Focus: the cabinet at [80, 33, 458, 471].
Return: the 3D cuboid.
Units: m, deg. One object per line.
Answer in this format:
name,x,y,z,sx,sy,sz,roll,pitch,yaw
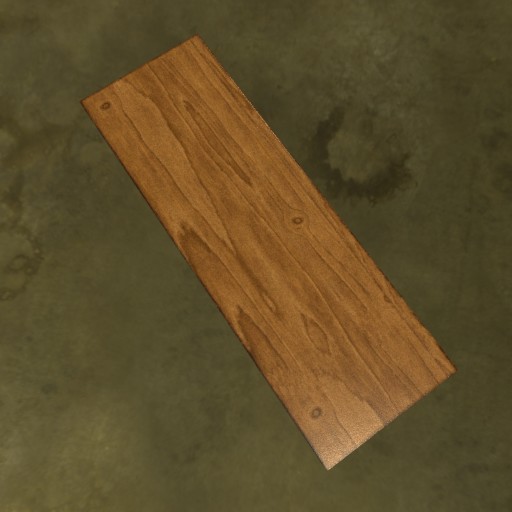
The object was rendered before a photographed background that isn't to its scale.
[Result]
cabinet,0.000,0.000,1.748,0.477,0.802,1.363,-34,78,-8
